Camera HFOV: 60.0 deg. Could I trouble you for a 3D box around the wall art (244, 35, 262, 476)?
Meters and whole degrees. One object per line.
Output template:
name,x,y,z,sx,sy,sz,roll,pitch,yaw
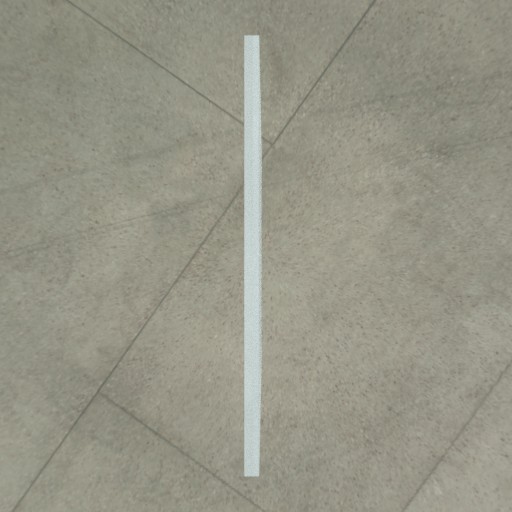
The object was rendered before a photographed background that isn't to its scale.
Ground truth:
wall art,0.000,0.000,0.966,0.021,0.710,0.609,0,90,1
